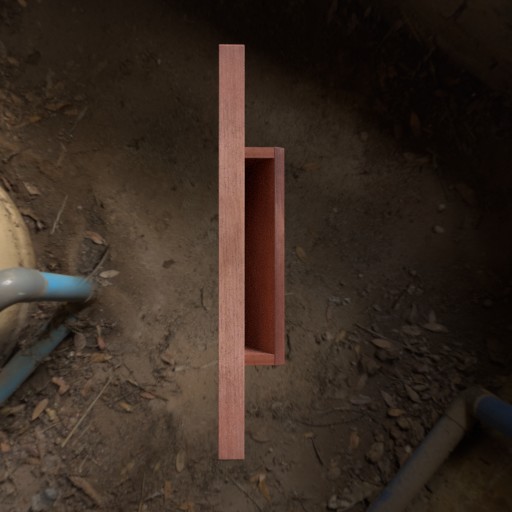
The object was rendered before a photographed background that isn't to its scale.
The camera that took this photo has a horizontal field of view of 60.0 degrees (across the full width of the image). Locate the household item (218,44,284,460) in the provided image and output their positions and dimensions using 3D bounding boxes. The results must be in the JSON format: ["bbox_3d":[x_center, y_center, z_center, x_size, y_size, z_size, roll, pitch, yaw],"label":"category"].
[{"bbox_3d":[0.000,0.000,0.533,0.067,0.407,0.310,0,89,-2],"label":"household item"}]
